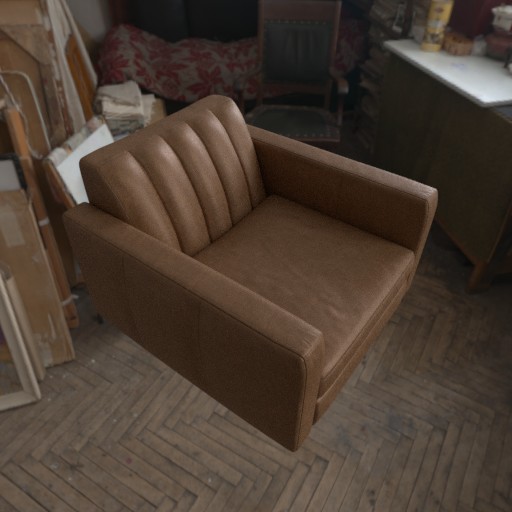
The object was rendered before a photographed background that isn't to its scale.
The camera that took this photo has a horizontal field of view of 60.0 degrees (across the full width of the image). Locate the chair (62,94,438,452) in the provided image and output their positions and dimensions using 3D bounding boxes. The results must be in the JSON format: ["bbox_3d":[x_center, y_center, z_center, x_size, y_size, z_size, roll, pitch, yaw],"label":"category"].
[{"bbox_3d":[0.000,0.000,1.676,0.998,0.819,0.953,27,48,27],"label":"chair"}]
